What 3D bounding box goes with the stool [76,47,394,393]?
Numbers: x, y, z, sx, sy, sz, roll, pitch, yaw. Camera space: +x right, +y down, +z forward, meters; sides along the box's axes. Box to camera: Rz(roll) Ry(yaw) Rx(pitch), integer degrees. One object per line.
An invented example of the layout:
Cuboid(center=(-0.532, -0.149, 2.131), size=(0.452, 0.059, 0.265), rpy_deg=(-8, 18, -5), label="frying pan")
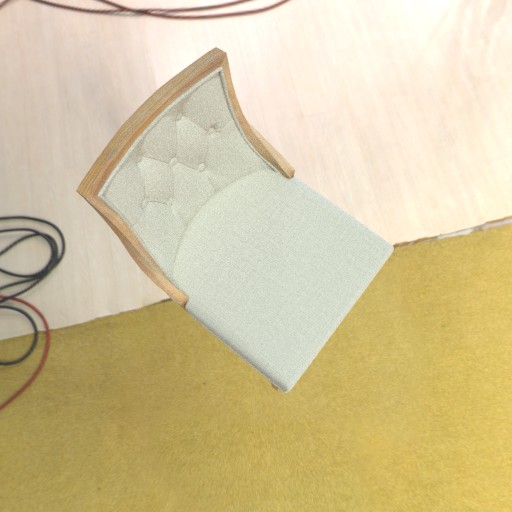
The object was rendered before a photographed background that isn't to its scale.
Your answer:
Cuboid(center=(0.000, 0.000, 1.323), size=(0.626, 0.938, 0.524), rpy_deg=(37, 78, 10), label="stool")
